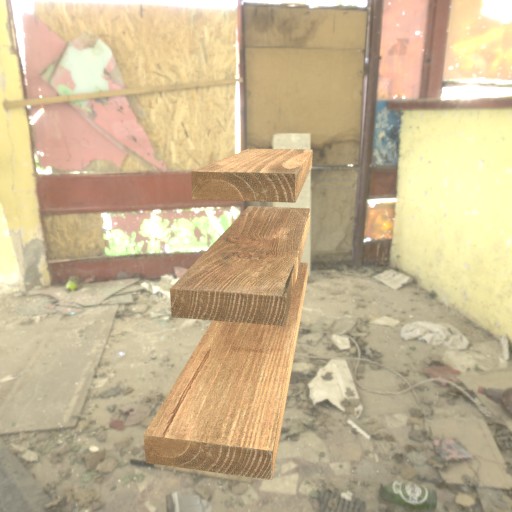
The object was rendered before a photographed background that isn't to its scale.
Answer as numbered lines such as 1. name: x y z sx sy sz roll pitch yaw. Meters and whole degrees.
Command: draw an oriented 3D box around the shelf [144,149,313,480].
1. shelf: 0.000 0.000 0.715 0.140 0.293 0.610 3 18 9
